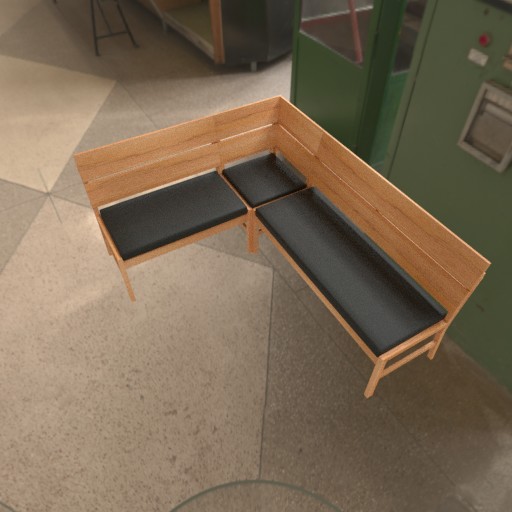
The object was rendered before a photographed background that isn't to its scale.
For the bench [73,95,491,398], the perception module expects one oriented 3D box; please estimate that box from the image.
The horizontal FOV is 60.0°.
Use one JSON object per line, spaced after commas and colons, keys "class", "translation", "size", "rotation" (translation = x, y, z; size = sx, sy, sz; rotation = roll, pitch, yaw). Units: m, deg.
{"class": "bench", "translation": [0.000, 0.000, 2.808], "size": [1.548, 0.890, 1.948], "rotation": [-23, 51, -20]}
